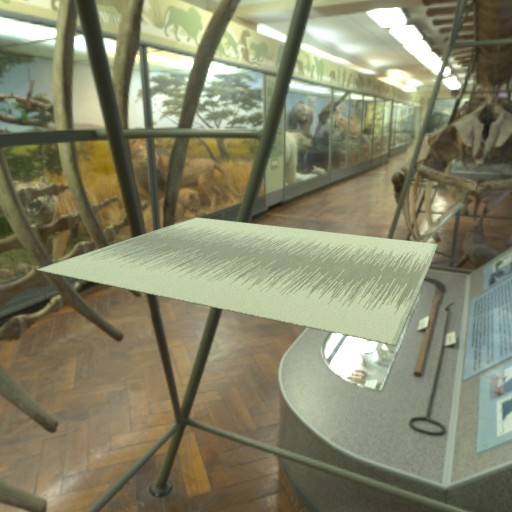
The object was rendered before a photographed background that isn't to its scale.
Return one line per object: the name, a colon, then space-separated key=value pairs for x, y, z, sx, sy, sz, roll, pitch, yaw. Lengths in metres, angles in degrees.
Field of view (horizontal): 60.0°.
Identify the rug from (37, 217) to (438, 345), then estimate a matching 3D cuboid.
rug: x=0.000 y=0.000 z=4.227 sx=3.037 sy=0.010 sz=2.453 roll=8 pitch=19 yaw=25
